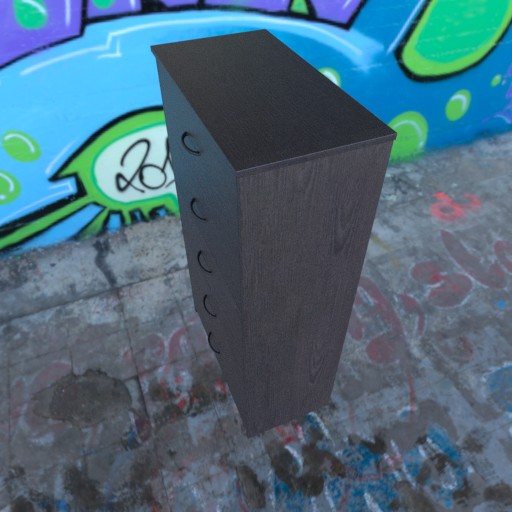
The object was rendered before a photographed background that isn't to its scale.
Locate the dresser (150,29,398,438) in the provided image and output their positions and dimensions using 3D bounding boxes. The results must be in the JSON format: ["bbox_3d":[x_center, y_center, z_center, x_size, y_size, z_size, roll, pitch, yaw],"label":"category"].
[{"bbox_3d":[0.000,0.000,1.573,0.418,1.254,0.704,-17,47,-16],"label":"dresser"}]
